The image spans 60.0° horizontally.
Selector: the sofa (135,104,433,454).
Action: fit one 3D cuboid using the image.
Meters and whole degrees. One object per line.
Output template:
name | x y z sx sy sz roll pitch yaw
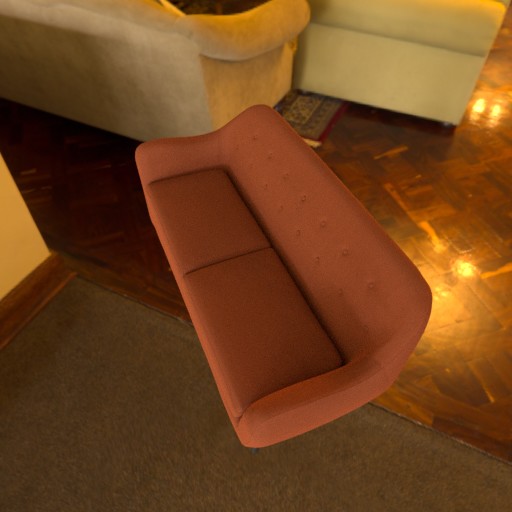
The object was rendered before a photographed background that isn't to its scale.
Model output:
sofa | 0.000 0.000 2.283 0.820 0.836 1.840 -17 50 -15
